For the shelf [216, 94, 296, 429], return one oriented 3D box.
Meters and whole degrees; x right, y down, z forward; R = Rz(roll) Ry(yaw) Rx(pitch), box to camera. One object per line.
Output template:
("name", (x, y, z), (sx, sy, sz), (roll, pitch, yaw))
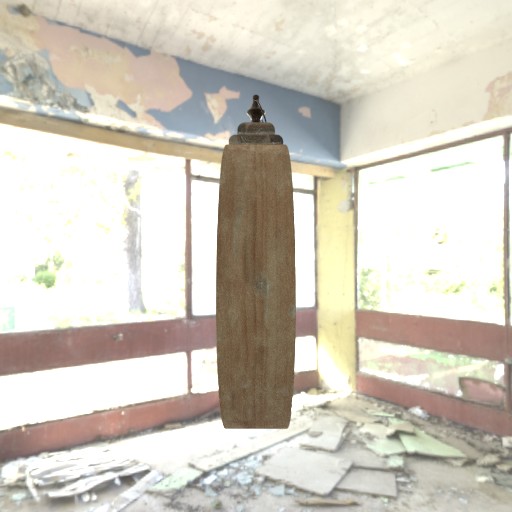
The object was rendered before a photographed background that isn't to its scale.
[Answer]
("shelf", (0.000, 0.000, 0.988), (0.125, 0.725, 0.601), (0, -1, 0))
